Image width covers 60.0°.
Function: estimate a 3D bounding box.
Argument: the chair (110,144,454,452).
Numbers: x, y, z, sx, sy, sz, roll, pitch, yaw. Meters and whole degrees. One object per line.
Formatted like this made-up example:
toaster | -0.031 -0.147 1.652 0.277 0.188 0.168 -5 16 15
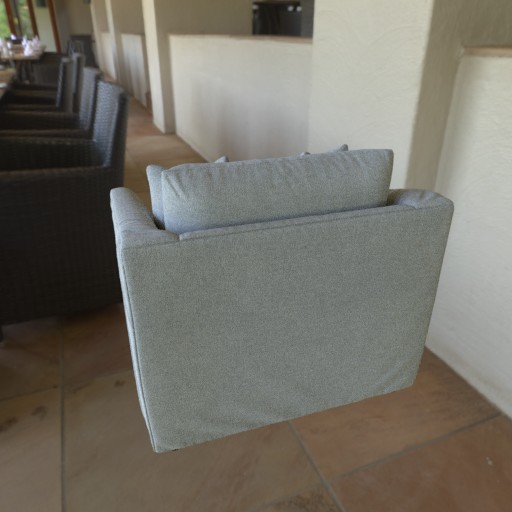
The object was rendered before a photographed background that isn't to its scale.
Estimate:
chair | 0.000 0.000 2.021 1.194 1.059 1.071 -9 28 -16
